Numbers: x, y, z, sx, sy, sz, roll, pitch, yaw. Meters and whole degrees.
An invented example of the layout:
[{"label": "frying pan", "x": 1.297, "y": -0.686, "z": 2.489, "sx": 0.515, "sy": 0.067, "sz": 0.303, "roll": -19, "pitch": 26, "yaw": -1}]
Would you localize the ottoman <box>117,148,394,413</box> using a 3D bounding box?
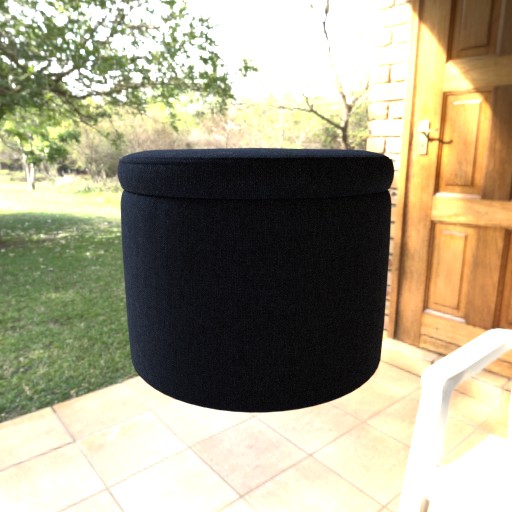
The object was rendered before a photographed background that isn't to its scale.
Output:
[{"label": "ottoman", "x": 0.000, "y": 0.000, "z": 0.905, "sx": 0.520, "sy": 0.430, "sz": 0.520, "roll": 0, "pitch": 13, "yaw": 0}]
